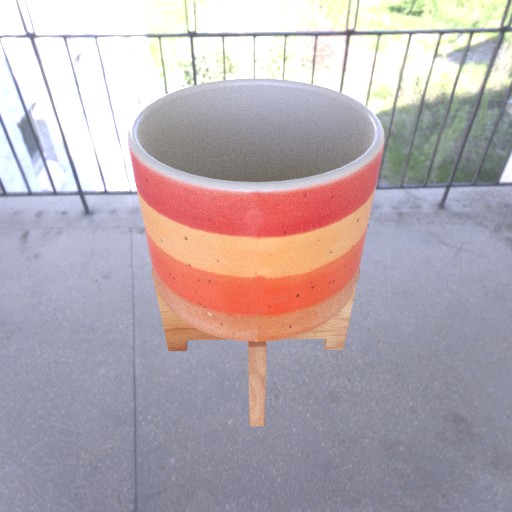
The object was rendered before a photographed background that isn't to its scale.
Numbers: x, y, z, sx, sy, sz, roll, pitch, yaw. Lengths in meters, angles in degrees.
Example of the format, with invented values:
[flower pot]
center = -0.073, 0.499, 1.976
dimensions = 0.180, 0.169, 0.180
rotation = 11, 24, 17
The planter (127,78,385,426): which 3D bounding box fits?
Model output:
[planter]
center = 0.000, 0.000, 0.420
dimensions = 0.199, 0.268, 0.199
rotation = 0, 40, 0
